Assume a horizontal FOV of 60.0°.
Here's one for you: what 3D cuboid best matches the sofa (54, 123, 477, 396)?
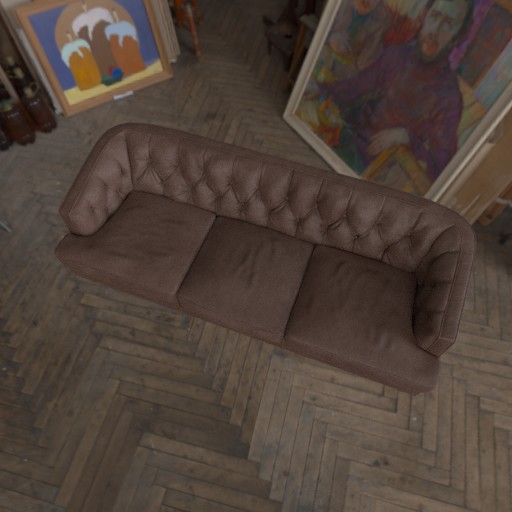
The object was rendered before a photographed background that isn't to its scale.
[{"bbox_3d":[0.000,0.000,2.623,2.227,0.787,0.927,18,60,11],"label":"sofa"}]
